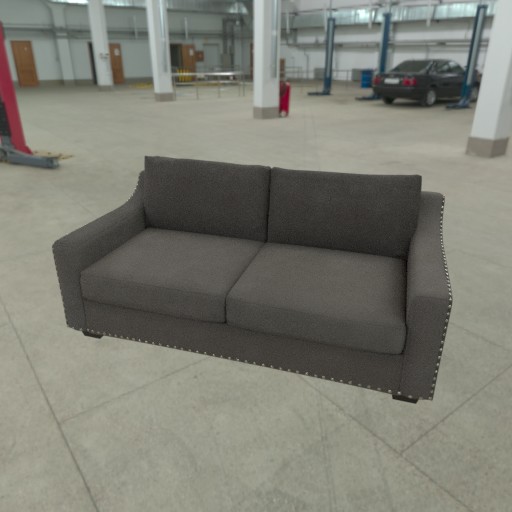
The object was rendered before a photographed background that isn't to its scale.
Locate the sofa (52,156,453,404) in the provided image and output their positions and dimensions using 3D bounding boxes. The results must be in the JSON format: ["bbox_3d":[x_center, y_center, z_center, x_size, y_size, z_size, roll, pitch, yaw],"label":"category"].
[{"bbox_3d":[0.000,0.000,3.263,2.550,1.196,1.336,7,25,16],"label":"sofa"}]
